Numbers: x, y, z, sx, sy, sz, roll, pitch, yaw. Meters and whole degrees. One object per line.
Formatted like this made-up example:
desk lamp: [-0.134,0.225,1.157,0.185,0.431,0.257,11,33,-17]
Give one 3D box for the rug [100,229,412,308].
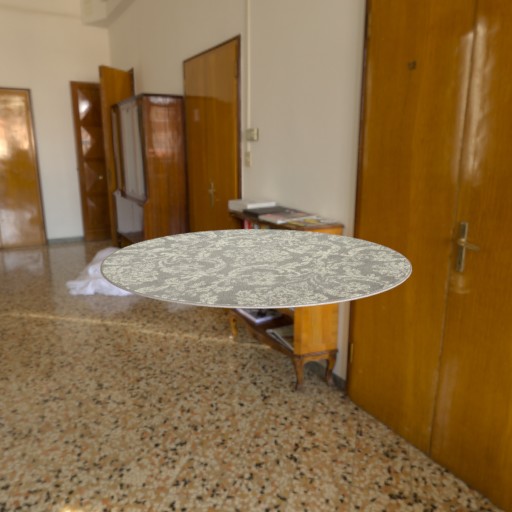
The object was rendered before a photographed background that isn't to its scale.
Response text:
rug: [0.000,0.000,2.393,1.593,0.012,1.593,0,14,0]
